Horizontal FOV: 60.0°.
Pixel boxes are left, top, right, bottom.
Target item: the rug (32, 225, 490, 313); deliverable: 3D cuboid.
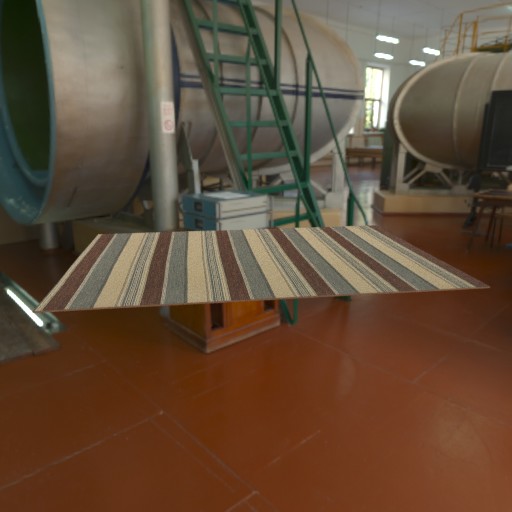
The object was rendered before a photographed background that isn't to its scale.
[{"bbox_3d":[0.000,0.000,2.321,1.829,0.008,1.219,-2,17,-8],"label":"rug"}]
